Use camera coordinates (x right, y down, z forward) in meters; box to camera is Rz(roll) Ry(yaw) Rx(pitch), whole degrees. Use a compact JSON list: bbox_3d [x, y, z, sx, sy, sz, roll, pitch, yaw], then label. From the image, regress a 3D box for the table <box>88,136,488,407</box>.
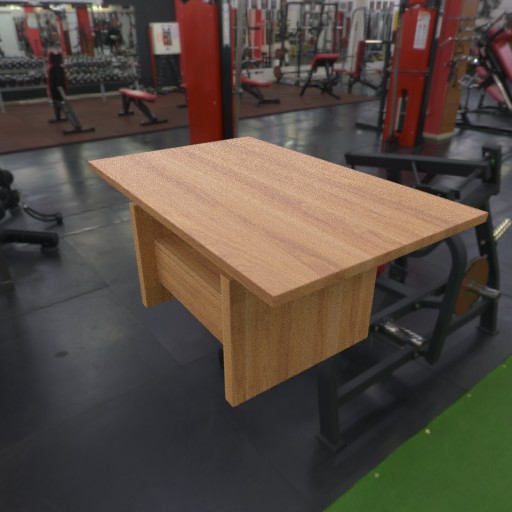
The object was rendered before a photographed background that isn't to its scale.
[{"bbox_3d":[0.000,0.000,1.486,0.700,0.510,1.100,-18,32,-31],"label":"table"}]
